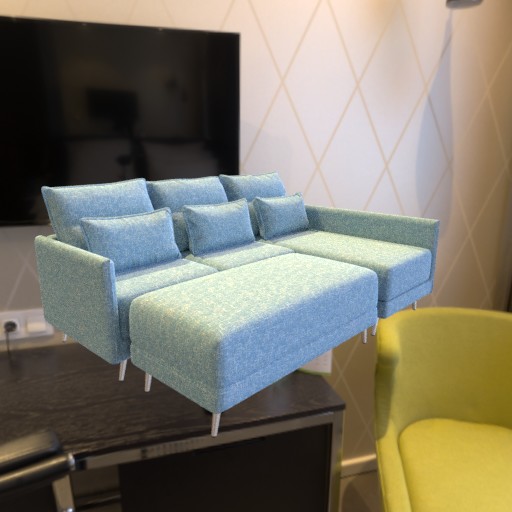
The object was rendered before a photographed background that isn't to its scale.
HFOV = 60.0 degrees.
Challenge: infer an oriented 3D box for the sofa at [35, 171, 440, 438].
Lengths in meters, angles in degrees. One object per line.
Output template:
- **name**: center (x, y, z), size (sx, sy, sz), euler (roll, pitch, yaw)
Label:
- **sofa**: center (0.000, 0.000, 2.694), size (1.420, 0.899, 2.034), euler (13, 20, 42)
